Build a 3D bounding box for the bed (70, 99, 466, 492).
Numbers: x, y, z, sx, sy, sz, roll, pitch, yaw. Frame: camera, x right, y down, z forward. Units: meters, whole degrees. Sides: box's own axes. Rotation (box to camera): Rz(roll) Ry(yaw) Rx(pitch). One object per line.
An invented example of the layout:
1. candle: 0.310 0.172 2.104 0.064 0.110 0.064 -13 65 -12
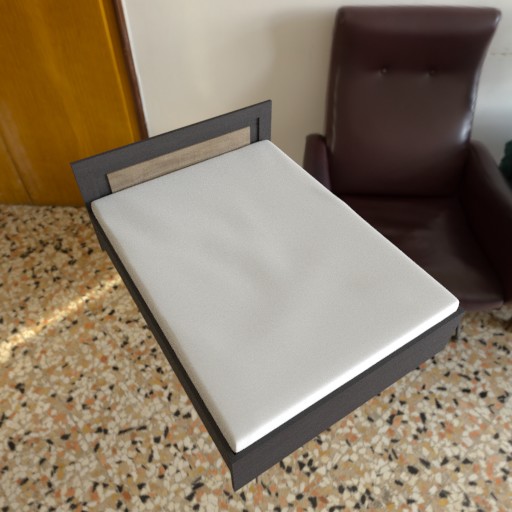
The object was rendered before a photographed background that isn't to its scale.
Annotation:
1. bed: 0.000 0.000 2.896 1.585 0.823 2.073 -25 52 -22
